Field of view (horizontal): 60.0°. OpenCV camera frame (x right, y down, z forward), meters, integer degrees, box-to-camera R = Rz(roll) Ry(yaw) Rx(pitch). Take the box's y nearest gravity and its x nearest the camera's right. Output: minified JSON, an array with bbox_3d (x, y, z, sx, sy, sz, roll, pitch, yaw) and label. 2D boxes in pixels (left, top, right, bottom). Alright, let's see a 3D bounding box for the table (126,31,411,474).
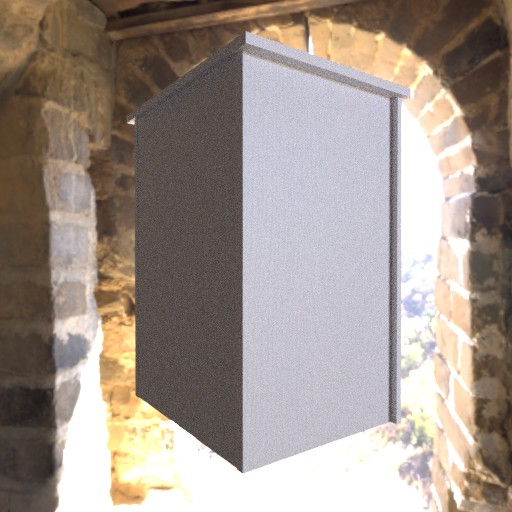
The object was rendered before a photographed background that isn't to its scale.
[{"bbox_3d":[0.000,0.000,0.927,0.381,0.635,0.480,-1,1,-36],"label":"table"}]
